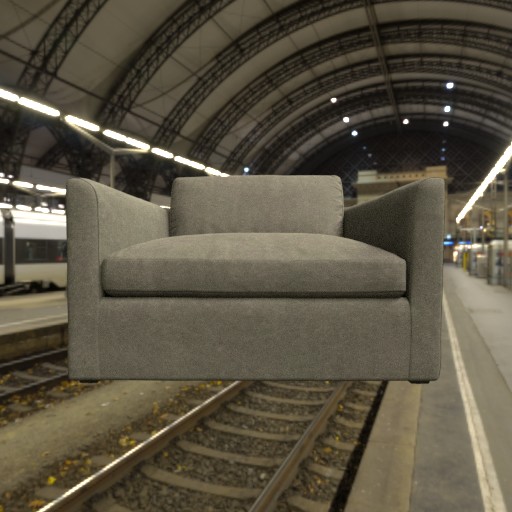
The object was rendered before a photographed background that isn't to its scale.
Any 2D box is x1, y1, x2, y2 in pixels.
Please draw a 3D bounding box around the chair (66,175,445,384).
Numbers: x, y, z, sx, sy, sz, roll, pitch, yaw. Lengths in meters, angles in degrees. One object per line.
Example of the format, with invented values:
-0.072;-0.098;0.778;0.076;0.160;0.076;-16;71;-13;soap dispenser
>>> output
0.000;0.000;1.899;1.190;0.845;1.091;0;0;0;chair
